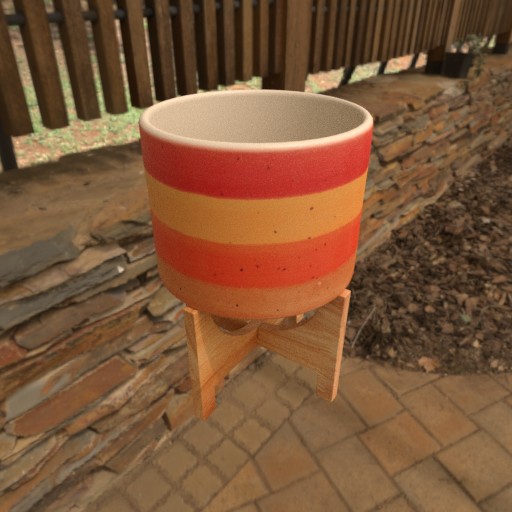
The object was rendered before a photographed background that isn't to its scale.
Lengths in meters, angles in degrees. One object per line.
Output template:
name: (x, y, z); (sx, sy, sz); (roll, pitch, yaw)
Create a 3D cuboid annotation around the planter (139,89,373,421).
planter: (0.000, 0.000, 0.593); (0.269, 0.379, 0.269); (0, 31, 0)
